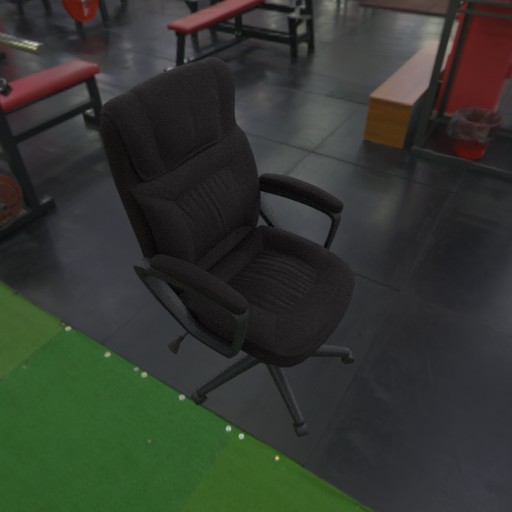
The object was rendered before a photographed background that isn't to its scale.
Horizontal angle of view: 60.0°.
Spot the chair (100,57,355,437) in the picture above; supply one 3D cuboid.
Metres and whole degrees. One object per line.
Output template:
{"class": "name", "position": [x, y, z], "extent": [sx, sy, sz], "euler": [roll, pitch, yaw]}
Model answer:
{"class": "chair", "position": [0.000, 0.000, 1.508], "extent": [0.724, 1.105, 0.667], "euler": [25, 47, 25]}
